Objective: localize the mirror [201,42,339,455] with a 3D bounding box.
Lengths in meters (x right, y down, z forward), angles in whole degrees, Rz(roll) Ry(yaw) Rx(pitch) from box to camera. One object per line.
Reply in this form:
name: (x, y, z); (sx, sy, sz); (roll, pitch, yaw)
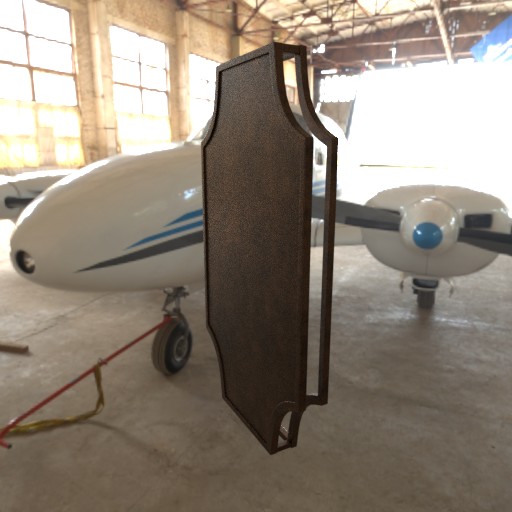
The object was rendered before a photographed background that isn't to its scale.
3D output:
mirror: (0.000, 0.000, 0.973); (0.066, 0.811, 0.462); (-7, 15, -27)
